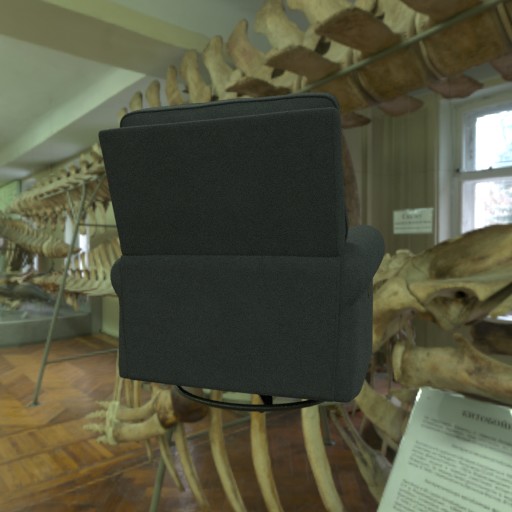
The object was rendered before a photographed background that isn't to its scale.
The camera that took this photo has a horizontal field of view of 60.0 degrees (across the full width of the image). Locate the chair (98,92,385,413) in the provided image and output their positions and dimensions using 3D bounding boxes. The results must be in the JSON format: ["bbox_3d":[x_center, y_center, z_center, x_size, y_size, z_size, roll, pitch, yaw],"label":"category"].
[{"bbox_3d":[0.000,0.000,1.635,0.890,0.961,0.878,0,1,18],"label":"chair"}]
